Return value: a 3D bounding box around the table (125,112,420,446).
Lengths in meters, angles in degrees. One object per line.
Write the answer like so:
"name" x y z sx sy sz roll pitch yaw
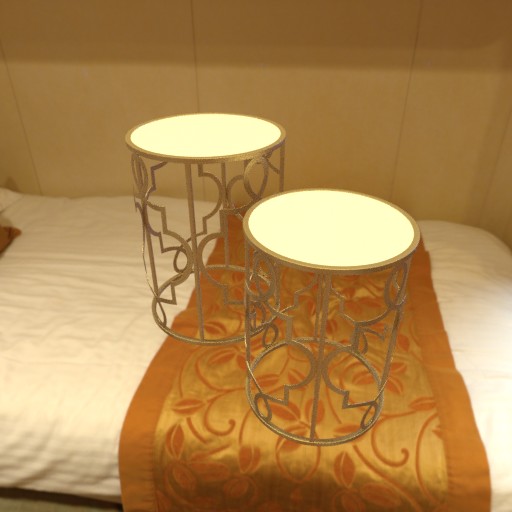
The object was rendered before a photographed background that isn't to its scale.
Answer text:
"table" 0.000 0.000 1.179 0.420 0.564 0.846 -22 38 -32
